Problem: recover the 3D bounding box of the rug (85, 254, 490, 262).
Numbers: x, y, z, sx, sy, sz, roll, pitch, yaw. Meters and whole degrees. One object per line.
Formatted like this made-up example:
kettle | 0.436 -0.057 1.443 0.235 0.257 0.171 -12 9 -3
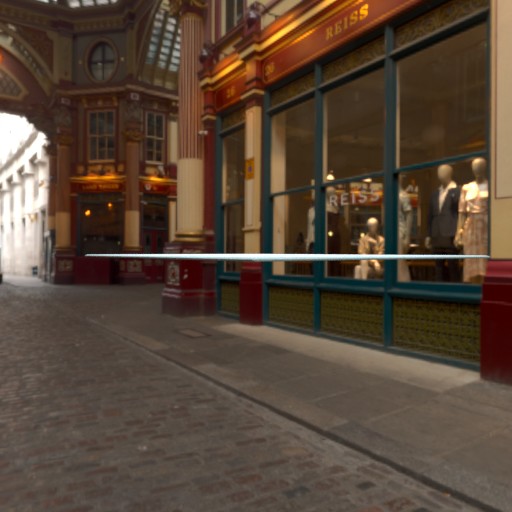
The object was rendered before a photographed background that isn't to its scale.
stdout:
rug | 0.000 0.000 2.875 1.589 0.014 2.205 0 1 -35
